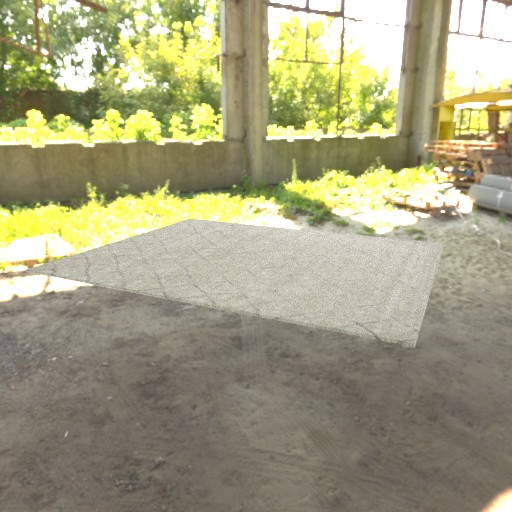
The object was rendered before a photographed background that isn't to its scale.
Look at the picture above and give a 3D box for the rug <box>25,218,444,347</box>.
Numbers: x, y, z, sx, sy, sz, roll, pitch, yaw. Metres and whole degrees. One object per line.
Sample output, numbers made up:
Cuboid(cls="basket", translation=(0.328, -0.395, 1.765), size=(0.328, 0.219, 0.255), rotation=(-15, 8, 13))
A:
Cuboid(cls="rug", translation=(0.000, 0.000, 4.044), size=(3.038, 0.019, 2.420), rotation=(7, 18, 25))
